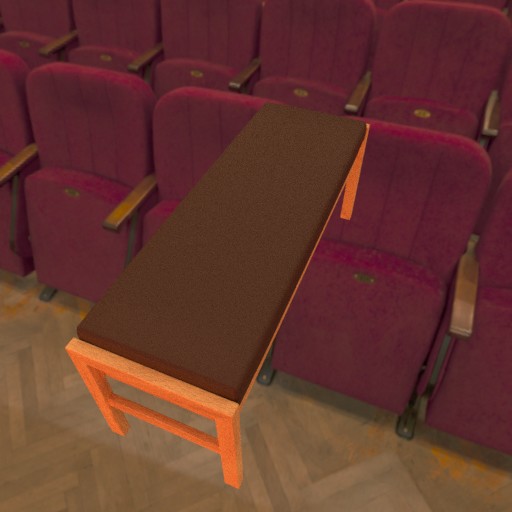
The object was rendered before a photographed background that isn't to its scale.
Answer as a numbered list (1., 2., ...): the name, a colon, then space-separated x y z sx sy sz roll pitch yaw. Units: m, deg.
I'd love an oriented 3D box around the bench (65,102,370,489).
1. bench: 0.000 0.000 1.445 0.405 0.480 1.200 17 48 16
